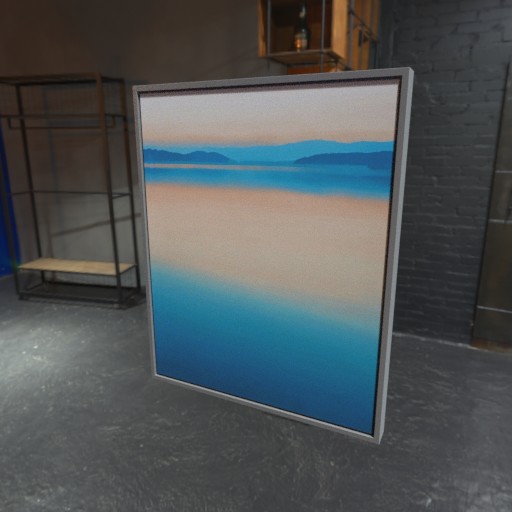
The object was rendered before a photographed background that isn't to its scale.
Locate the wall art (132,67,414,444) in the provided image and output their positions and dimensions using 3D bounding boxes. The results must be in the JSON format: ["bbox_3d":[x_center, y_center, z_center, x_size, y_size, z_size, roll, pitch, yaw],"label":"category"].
[{"bbox_3d":[0.000,0.000,0.743,0.453,0.554,0.037,7,16,26],"label":"wall art"}]
